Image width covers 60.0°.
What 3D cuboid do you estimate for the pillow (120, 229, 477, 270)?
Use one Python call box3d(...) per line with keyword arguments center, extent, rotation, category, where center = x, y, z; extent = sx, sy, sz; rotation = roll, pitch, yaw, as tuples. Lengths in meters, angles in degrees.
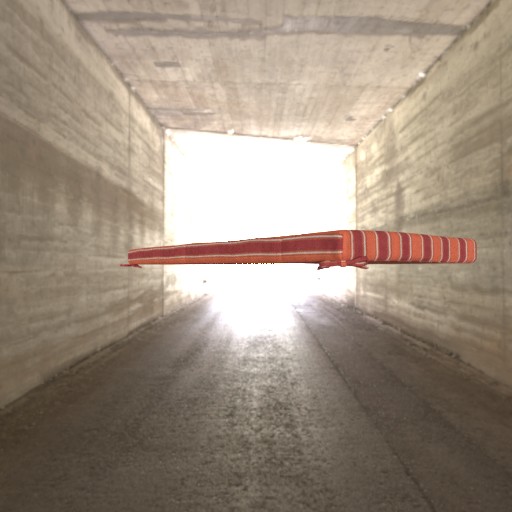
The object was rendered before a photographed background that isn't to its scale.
box3d(center=(0.000, 0.000, 1.375), extent=(0.492, 0.081, 1.187), rotation=(1, -2, -35), category="pillow")
